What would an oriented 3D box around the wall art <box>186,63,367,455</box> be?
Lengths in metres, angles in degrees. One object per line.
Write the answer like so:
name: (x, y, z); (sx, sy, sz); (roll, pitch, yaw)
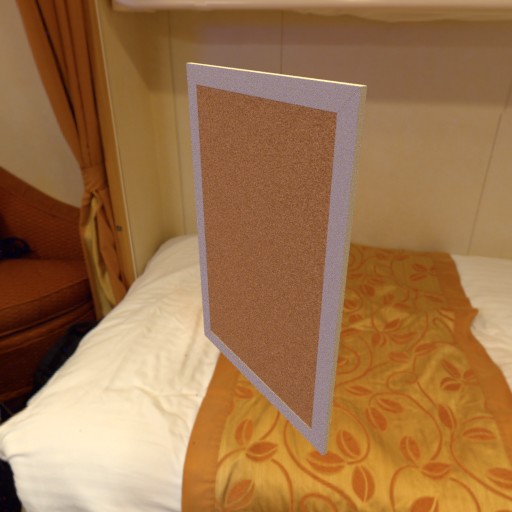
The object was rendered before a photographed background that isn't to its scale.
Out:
wall art: (0.000, 0.000, 0.855); (0.011, 0.659, 0.454); (-18, 33, -31)
